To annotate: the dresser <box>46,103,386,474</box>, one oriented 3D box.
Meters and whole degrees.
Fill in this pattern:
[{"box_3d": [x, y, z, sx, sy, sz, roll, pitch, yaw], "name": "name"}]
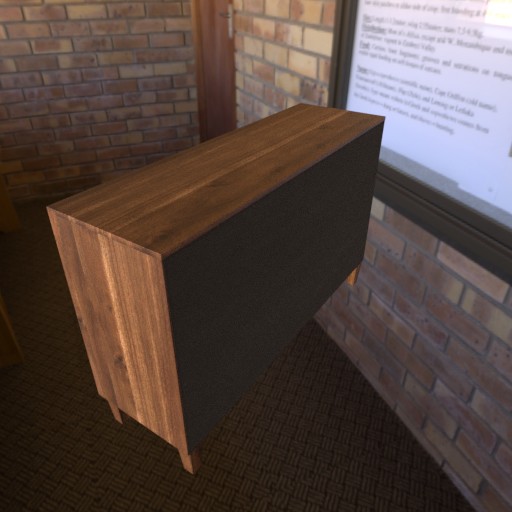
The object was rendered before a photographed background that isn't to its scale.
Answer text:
[{"box_3d": [0.000, 0.000, 1.818, 0.438, 0.892, 1.387, 20, 38, 29], "name": "dresser"}]
